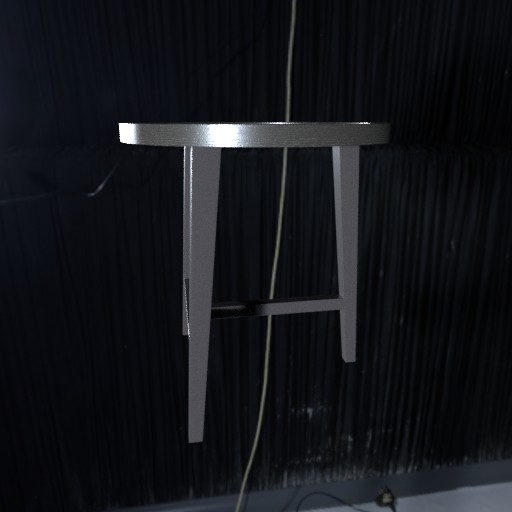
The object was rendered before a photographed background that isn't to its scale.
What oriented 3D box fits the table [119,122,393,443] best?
[{"bbox_3d":[0.000,0.000,0.923,0.500,0.531,0.500,0,17,0],"label":"table"}]
